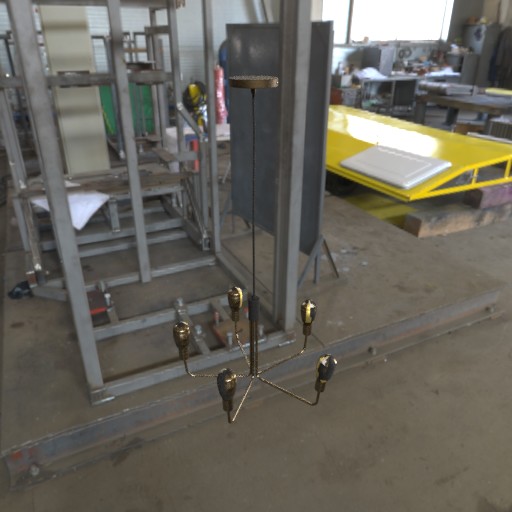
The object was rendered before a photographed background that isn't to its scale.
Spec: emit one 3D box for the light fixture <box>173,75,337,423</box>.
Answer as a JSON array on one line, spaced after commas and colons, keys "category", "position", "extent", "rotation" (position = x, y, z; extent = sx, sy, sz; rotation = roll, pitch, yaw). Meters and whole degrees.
[{"category": "light fixture", "position": [0.000, 0.000, 1.421], "extent": [0.588, 1.059, 0.532], "rotation": [9, 28, 16]}]
